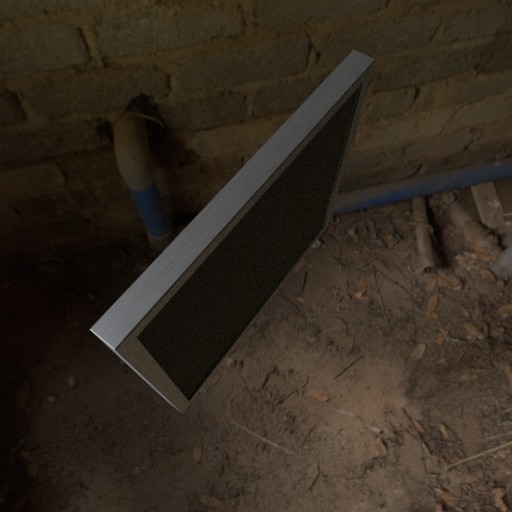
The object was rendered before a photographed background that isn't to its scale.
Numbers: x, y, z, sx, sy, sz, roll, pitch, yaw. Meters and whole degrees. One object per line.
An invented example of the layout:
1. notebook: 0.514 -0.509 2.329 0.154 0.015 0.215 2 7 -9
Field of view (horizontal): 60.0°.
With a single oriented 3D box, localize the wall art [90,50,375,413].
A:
1. wall art: 0.000 0.000 0.541 0.028 0.330 0.380 33 68 16
